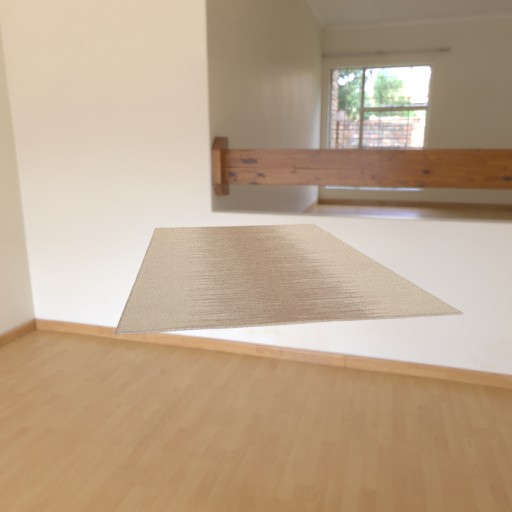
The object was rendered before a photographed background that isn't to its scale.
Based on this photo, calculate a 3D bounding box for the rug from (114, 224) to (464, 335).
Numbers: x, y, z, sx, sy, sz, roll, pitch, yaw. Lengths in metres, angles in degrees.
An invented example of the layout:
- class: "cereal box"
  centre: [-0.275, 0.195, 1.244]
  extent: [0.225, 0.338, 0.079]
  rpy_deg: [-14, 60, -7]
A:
- class: "rug"
  centre: [0.000, 0.000, 3.047]
  extent: [1.522, 0.012, 2.440]
  rpy_deg: [-2, 14, -8]
